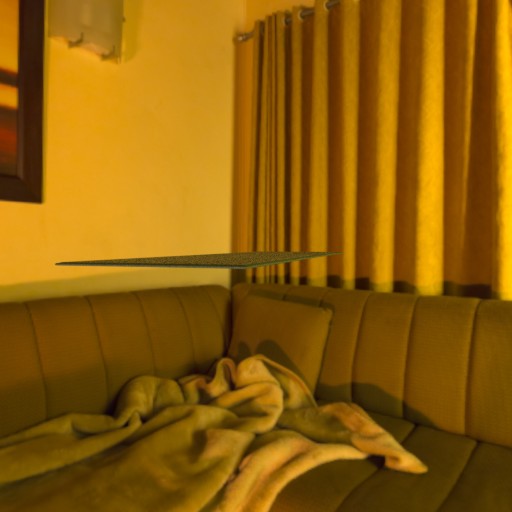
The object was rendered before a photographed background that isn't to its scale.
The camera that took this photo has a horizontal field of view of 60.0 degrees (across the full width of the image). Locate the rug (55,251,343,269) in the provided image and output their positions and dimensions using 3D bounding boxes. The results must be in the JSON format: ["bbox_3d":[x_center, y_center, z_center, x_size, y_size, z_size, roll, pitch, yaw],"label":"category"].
[{"bbox_3d":[0.000,0.000,2.374,0.662,0.011,2.196,0,2,18],"label":"rug"}]
